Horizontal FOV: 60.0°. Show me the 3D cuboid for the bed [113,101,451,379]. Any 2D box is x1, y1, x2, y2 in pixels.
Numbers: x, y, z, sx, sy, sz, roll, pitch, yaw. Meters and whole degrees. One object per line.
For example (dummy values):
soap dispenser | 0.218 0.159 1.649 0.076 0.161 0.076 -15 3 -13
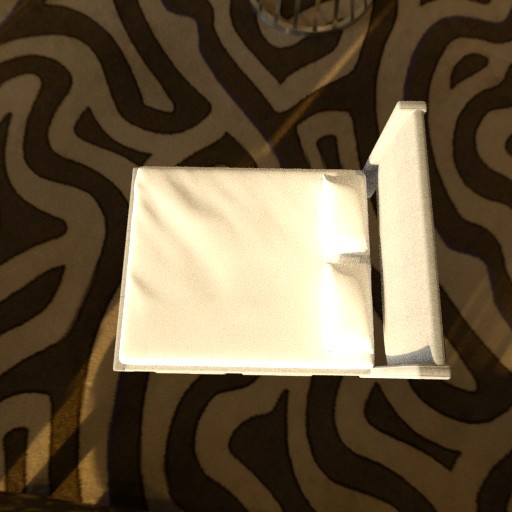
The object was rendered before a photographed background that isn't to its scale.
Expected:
bed | 0.000 0.000 3.415 2.222 1.491 1.774 1 75 0
